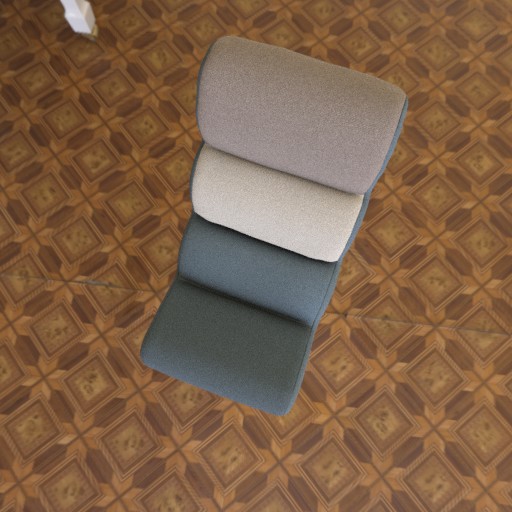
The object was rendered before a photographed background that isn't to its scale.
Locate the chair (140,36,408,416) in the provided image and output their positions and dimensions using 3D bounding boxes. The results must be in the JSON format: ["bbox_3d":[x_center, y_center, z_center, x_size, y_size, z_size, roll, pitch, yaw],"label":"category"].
[{"bbox_3d":[0.000,0.000,1.048,0.420,0.641,0.661,19,75,5],"label":"chair"}]
